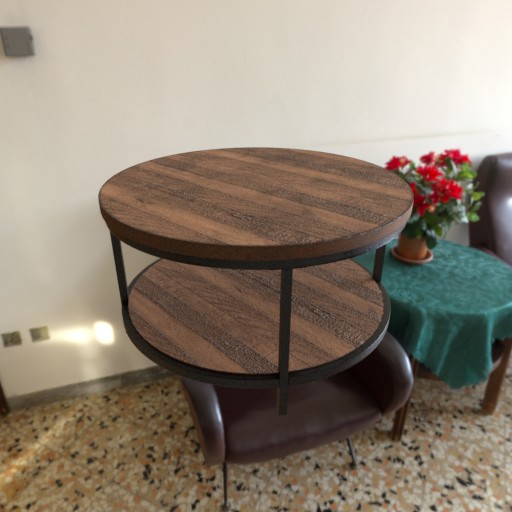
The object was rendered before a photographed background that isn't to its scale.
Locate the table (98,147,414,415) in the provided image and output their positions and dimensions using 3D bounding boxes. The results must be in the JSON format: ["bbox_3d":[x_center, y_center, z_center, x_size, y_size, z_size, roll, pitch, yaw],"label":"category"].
[{"bbox_3d":[0.000,0.000,1.337,0.837,0.462,0.837,0,27,0],"label":"table"}]
